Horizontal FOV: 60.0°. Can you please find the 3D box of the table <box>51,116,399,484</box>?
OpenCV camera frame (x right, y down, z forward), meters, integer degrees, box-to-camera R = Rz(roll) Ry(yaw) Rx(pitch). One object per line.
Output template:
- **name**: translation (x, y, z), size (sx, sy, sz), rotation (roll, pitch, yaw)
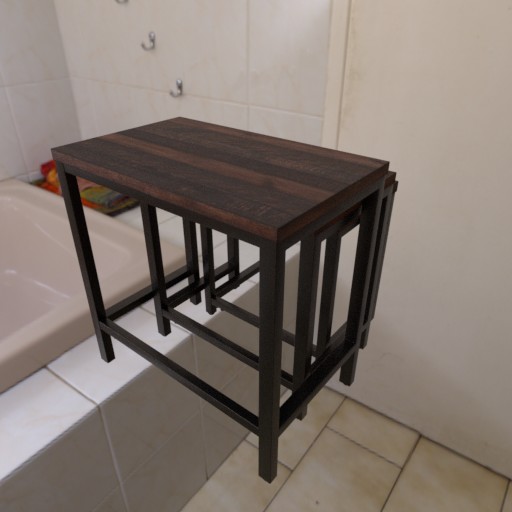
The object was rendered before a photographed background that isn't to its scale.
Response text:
- **table**: translation (0.000, 0.000, 1.168), size (0.608, 0.616, 0.660), rotation (22, 37, 33)
